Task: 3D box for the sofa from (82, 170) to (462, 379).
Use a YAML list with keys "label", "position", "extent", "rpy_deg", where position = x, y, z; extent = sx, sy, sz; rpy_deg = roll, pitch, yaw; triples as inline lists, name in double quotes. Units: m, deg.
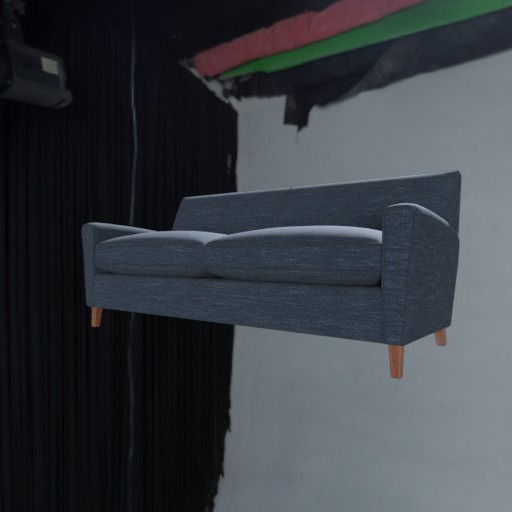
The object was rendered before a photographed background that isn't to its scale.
- label: "sofa"
  position: [0.000, 0.000, 2.422]
  extent: [1.976, 0.846, 0.875]
  rpy_deg: [1, 1, 36]
